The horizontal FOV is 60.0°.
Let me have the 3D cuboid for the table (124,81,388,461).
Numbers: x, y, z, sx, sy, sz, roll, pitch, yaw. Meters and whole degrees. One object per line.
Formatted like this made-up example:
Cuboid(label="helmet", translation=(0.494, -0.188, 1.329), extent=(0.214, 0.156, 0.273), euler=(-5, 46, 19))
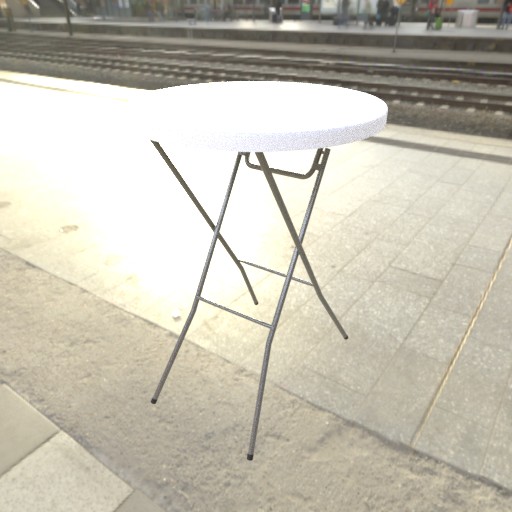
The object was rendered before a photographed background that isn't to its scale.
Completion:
Cuboid(label="table", translation=(0.000, 0.000, 1.643), extent=(0.792, 1.105, 0.795), euler=(18, 34, 28))
